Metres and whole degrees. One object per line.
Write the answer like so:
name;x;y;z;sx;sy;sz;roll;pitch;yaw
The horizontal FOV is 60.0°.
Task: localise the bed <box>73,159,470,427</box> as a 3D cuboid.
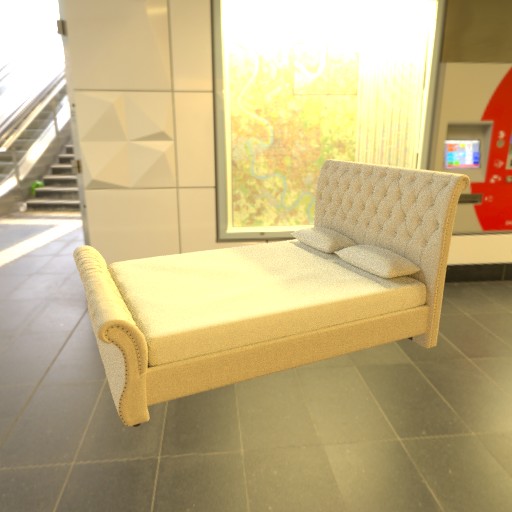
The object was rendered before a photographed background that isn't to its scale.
bed;0.000;0.000;3.370;2.493;1.268;1.606;-8;18;-25
